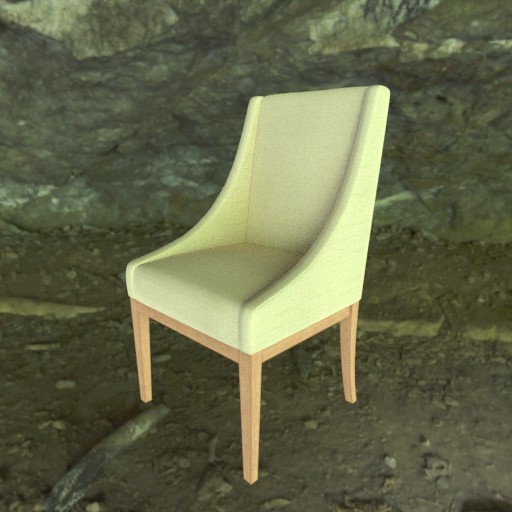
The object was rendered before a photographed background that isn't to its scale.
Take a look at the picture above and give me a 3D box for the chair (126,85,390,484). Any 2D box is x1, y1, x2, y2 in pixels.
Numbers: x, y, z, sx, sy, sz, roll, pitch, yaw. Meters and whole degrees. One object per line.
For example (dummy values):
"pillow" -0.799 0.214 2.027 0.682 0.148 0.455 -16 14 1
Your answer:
"chair" 0.000 0.000 1.406 0.611 1.021 0.575 -14 21 -43
